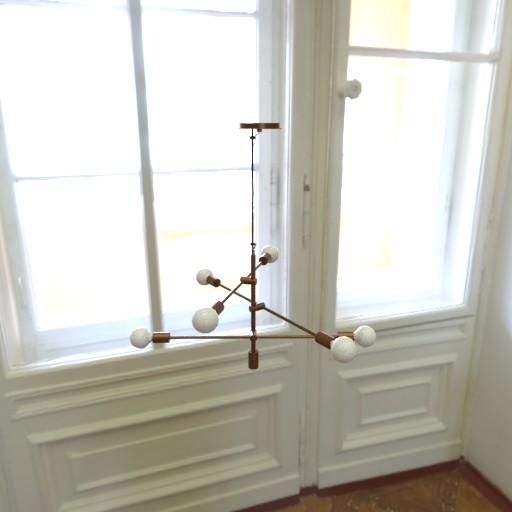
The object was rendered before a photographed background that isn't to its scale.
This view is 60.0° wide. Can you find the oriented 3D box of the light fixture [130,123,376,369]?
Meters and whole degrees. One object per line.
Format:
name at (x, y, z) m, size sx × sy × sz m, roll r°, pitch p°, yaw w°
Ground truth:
light fixture at (0.000, 0.000, 1.294) m, size 0.682 × 0.744 × 0.637 m, roll 9°, pitch 19°, yaw 27°
